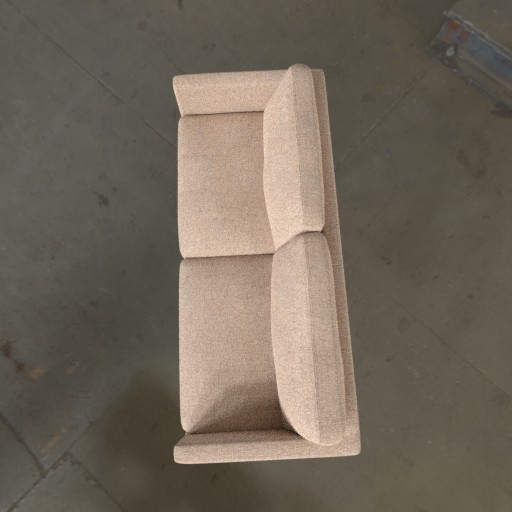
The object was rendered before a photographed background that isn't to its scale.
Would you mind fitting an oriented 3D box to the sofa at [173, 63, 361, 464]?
[{"bbox_3d":[0.000,0.000,2.688,0.951,0.965,2.208,-3,76,-1],"label":"sofa"}]
